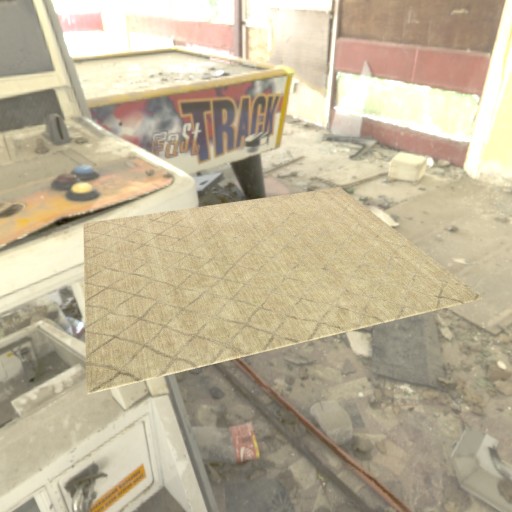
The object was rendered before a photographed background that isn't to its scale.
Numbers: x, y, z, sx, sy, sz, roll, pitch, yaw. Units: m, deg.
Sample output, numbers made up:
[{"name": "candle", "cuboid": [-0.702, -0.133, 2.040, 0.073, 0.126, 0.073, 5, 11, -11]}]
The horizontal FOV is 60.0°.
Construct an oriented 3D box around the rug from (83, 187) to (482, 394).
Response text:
[{"name": "rug", "cuboid": [0.000, 0.000, 4.136, 3.038, 0.019, 2.420, -10, 33, -16]}]
